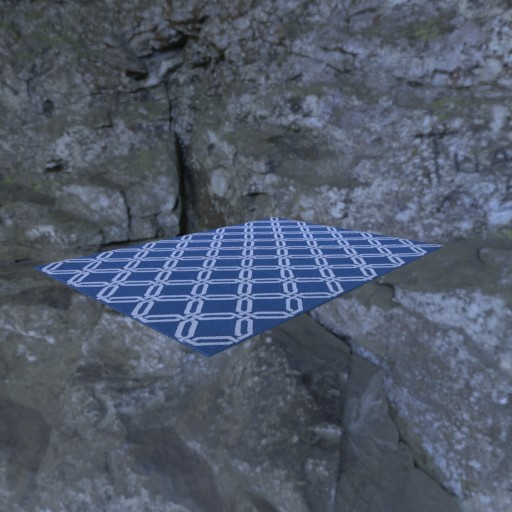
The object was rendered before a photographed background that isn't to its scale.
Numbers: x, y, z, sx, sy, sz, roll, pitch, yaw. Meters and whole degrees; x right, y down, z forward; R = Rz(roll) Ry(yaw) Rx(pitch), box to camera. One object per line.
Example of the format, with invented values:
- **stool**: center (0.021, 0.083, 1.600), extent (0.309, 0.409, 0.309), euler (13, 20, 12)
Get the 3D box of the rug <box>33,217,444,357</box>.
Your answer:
- **rug**: center (0.000, 0.000, 4.409), extent (2.432, 0.018, 3.342), euler (14, 21, 41)
